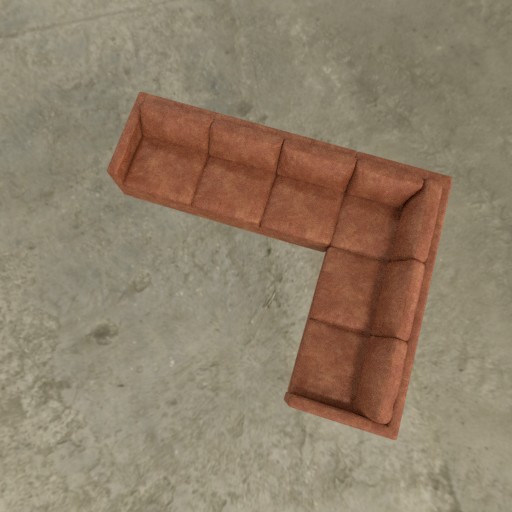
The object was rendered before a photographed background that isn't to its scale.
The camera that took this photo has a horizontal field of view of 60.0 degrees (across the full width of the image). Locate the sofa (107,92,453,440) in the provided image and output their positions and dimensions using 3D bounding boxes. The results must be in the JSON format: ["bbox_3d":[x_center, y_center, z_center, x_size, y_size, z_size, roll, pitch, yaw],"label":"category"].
[{"bbox_3d":[0.000,0.000,4.260,3.167,0.838,2.438,17,77,4],"label":"sofa"}]
